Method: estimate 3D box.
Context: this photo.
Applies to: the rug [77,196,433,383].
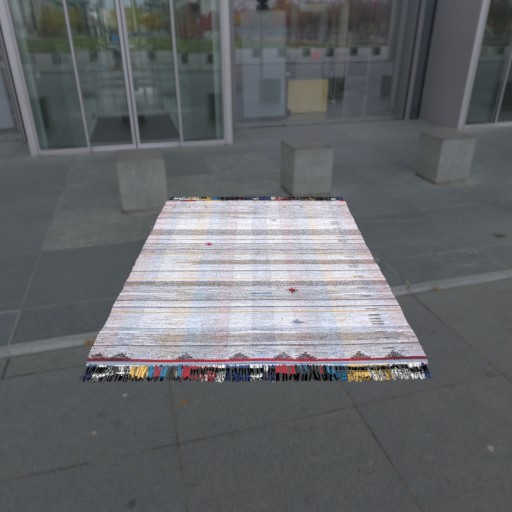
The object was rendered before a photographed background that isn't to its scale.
[{"bbox_3d":[0.000,0.000,2.276,1.217,0.012,1.848,0,27,0],"label":"rug"}]
